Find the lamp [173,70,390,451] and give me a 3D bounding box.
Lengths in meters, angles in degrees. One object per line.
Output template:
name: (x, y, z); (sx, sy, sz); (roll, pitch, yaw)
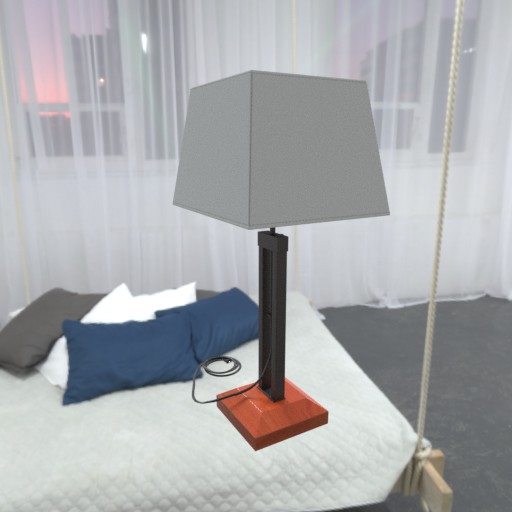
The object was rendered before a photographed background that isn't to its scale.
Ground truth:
lamp: (0.000, 0.000, 1.008); (0.310, 0.737, 0.498); (-8, 16, -28)
